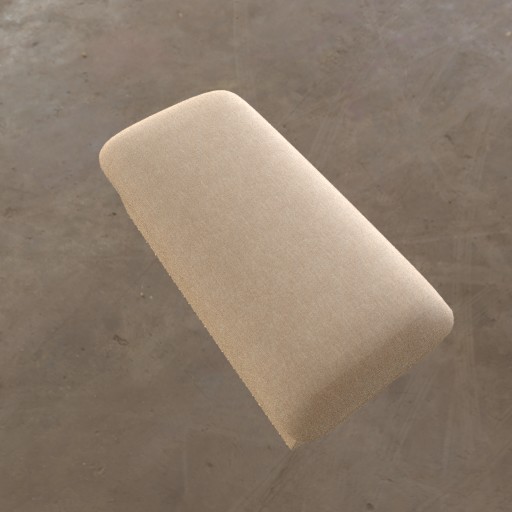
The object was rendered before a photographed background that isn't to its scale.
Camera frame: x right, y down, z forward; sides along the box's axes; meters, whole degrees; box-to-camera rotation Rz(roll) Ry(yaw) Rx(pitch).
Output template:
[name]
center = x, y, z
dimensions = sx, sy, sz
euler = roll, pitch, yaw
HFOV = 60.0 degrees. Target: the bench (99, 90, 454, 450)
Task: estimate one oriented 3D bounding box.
[bench]
center = 0.000, 0.000, 1.281
dimensions = 0.483, 0.483, 0.991
euler = -31, 65, -17
